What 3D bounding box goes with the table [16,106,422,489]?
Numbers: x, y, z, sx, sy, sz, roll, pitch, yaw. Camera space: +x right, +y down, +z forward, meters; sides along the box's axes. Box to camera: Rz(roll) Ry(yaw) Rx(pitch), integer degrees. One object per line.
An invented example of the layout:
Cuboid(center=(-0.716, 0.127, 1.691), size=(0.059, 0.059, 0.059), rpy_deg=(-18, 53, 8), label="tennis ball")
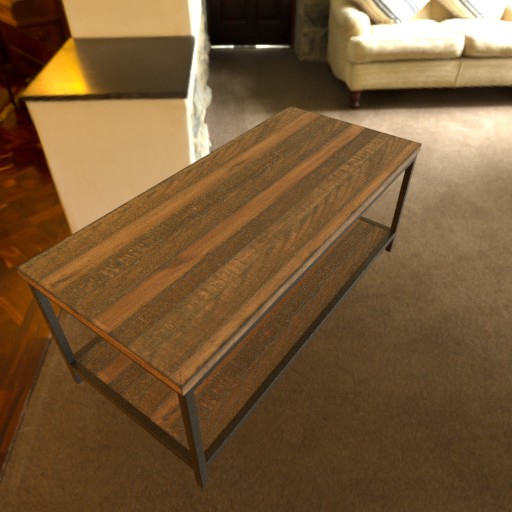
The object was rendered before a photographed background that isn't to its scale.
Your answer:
Cuboid(center=(0.000, 0.000, 1.207), size=(0.452, 0.399, 0.990), rpy_deg=(26, 47, 27), label="table")
